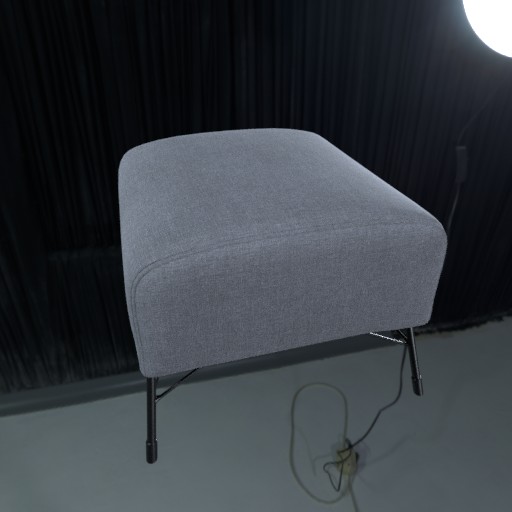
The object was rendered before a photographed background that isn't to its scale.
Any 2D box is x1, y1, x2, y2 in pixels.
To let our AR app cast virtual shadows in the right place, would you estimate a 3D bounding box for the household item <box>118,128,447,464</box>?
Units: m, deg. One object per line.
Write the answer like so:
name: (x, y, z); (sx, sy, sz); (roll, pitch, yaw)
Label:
household item: (0.000, 0.000, 0.906); (0.530, 0.410, 0.530); (-9, 32, -14)
